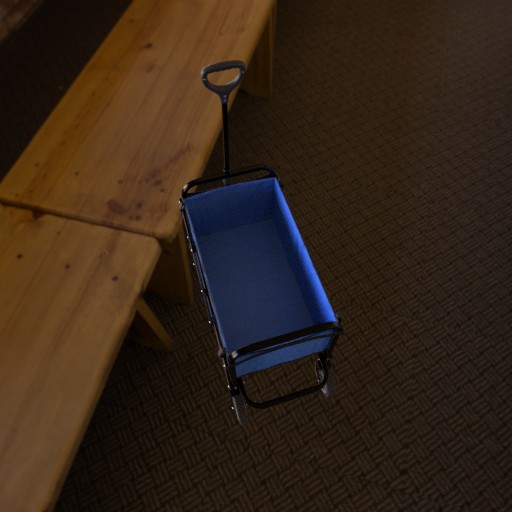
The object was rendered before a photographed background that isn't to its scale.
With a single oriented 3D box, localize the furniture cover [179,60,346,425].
[{"bbox_3d":[0.000,0.000,1.829,0.532,1.295,1.038,-15,60,-9],"label":"furniture cover"}]
